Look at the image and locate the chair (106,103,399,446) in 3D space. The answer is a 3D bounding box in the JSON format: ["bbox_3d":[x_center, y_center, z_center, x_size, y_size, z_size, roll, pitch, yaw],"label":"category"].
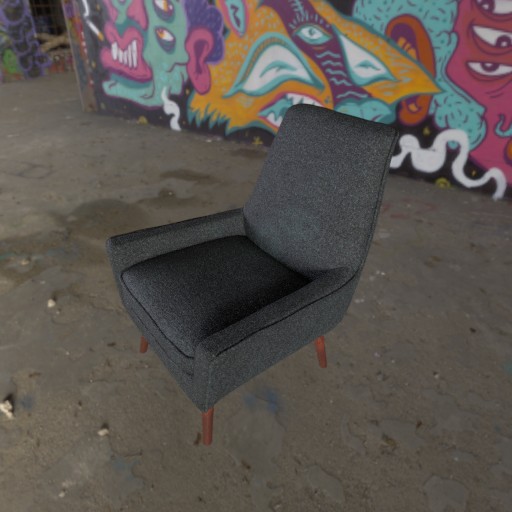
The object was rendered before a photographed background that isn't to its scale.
[{"bbox_3d":[0.000,0.000,1.563,0.859,0.883,0.763,-20,36,-30],"label":"chair"}]
